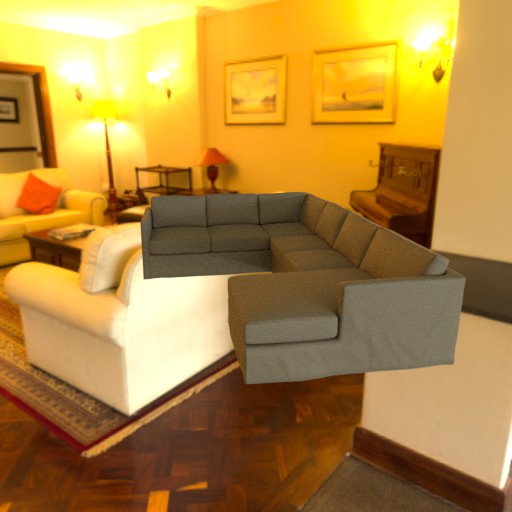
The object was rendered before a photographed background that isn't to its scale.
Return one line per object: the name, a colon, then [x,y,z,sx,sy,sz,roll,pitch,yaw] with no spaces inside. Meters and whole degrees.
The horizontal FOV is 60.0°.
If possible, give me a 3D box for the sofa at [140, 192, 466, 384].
sofa: [0.000,0.000,4.605,2.427,0.882,3.460,-3,16,-10]
